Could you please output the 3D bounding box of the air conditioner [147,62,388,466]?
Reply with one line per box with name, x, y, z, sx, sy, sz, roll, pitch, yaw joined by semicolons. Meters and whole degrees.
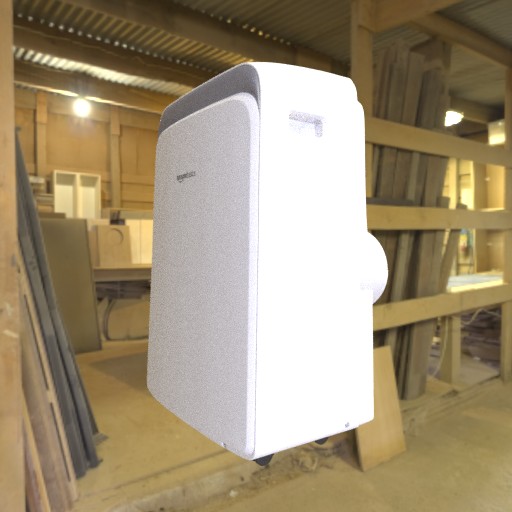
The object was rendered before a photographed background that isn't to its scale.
air conditioner;0.000;0.000;0.951;0.365;0.700;0.454;-1;2;-36
